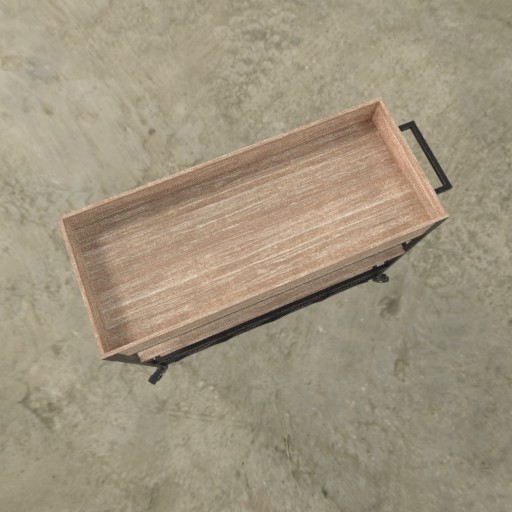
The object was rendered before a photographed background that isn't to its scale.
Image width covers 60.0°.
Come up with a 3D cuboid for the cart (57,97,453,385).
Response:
[{"bbox_3d":[0.000,0.000,1.554,1.101,0.787,0.500,-22,75,-6],"label":"cart"}]
